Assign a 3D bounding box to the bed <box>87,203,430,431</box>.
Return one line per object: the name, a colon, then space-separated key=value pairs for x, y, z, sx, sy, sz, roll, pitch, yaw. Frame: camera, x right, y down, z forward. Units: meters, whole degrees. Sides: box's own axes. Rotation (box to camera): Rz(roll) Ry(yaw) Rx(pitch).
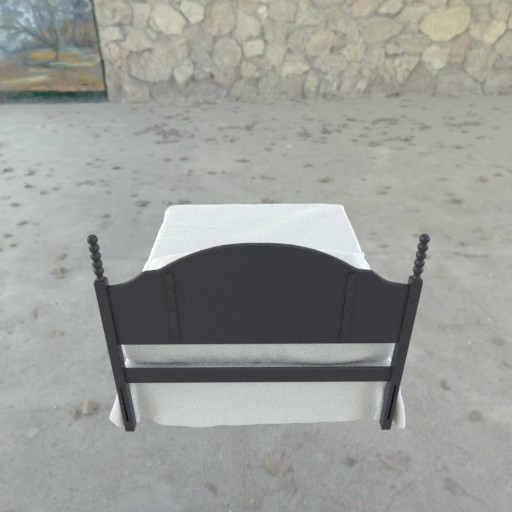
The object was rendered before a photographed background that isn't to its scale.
bed: x=0.000 y=0.000 z=3.308 sx=1.873 sy=1.356 sz=2.040 roll=0 pitch=30 yaw=0
